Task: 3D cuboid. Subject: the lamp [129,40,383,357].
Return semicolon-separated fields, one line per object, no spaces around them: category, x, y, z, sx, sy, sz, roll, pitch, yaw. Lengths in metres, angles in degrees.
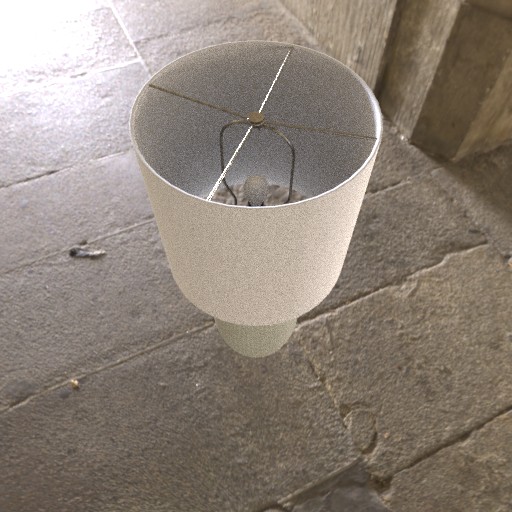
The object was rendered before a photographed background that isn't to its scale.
lamp;0.000;0.000;0.571;0.217;0.453;0.217;17;58;11
